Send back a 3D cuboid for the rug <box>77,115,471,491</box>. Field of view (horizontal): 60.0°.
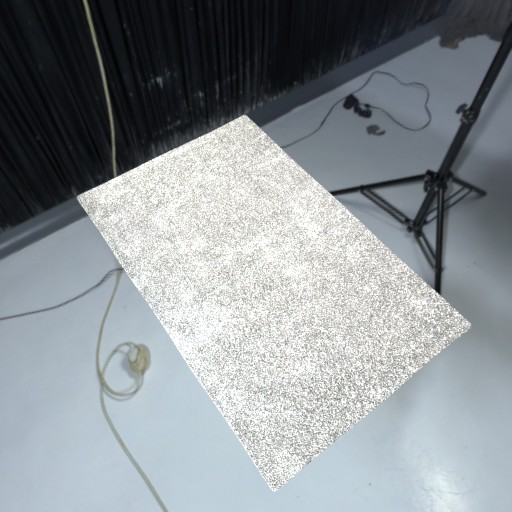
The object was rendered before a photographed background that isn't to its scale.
[{"bbox_3d":[0.000,0.000,2.934,1.502,0.025,2.350,-32,63,-19],"label":"rug"}]
